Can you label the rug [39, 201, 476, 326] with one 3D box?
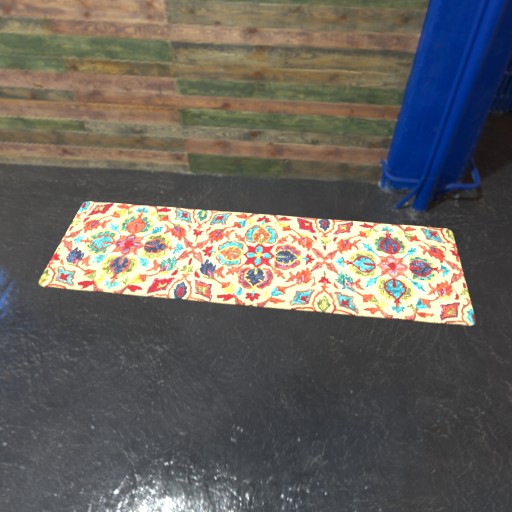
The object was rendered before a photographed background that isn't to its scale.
[{"bbox_3d":[0.000,0.000,2.503,2.273,0.016,0.693,5,48,4],"label":"rug"}]
